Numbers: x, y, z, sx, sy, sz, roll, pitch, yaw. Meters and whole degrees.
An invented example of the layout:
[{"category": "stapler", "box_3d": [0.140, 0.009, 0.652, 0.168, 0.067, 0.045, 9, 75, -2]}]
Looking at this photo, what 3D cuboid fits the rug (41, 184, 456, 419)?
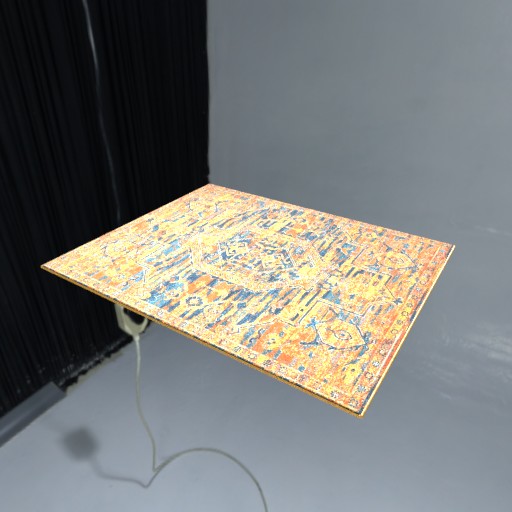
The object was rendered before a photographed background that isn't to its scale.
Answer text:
[{"category": "rug", "box_3d": [0.000, 0.000, 4.137, 3.040, 0.031, 2.435, 18, 35, 28]}]
